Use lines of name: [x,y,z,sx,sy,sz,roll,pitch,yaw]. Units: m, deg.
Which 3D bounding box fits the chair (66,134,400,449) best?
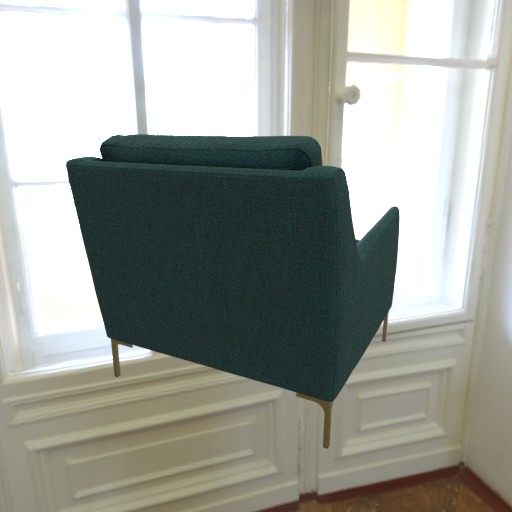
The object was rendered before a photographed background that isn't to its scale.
chair: [0.000,0.000,1.555,0.847,0.828,0.849,8,18,27]
